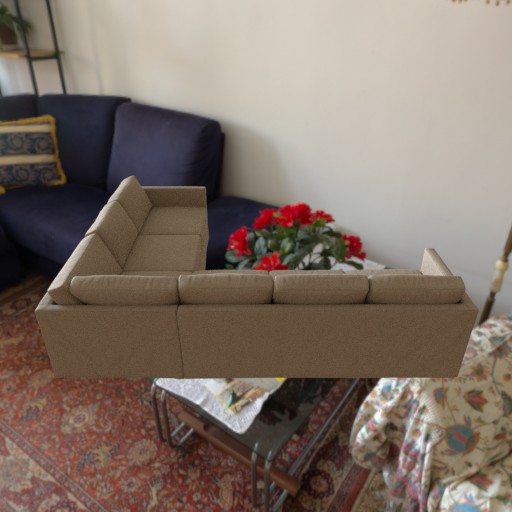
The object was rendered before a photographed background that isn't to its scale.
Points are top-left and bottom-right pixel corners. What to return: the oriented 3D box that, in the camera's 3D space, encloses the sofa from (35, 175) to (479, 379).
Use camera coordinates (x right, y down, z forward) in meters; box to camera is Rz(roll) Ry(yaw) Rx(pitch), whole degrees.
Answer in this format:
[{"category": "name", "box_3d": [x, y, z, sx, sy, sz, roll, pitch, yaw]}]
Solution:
[{"category": "sofa", "box_3d": [0.000, 0.000, 4.310, 3.182, 0.871, 2.432, 0, 30, 0]}]
